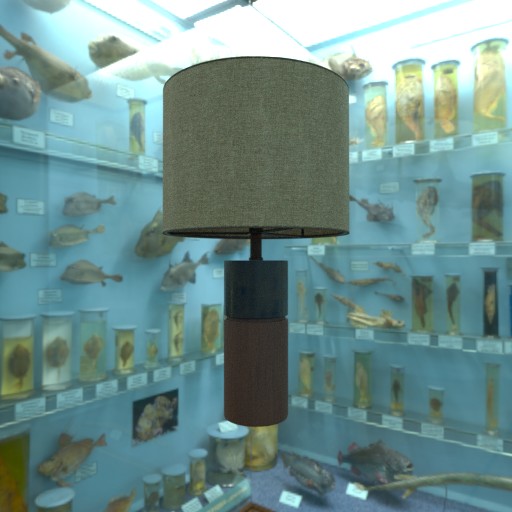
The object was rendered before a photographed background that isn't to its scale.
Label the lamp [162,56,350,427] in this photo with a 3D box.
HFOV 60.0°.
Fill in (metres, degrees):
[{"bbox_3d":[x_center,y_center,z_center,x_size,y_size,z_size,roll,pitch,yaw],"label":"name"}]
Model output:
[{"bbox_3d":[0.000,0.000,0.488,0.202,0.350,0.202,0,-1,0],"label":"lamp"}]
